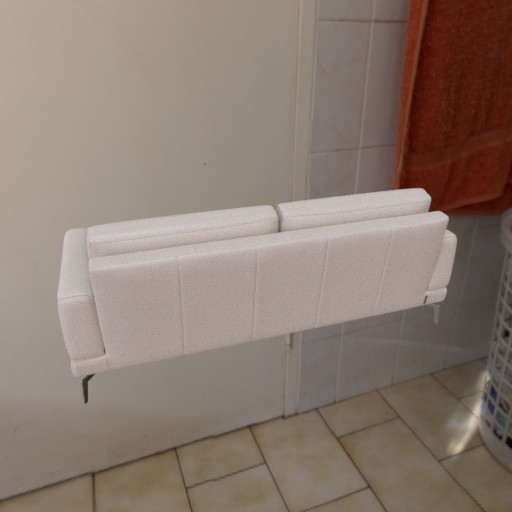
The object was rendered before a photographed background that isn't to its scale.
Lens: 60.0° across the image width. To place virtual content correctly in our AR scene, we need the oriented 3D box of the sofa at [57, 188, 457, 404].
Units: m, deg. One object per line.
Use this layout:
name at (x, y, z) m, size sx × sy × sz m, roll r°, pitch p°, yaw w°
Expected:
sofa at (0.000, 0.000, 2.403) m, size 1.940 × 0.765 × 0.974 m, roll -9°, pitch 27°, yaw -17°
